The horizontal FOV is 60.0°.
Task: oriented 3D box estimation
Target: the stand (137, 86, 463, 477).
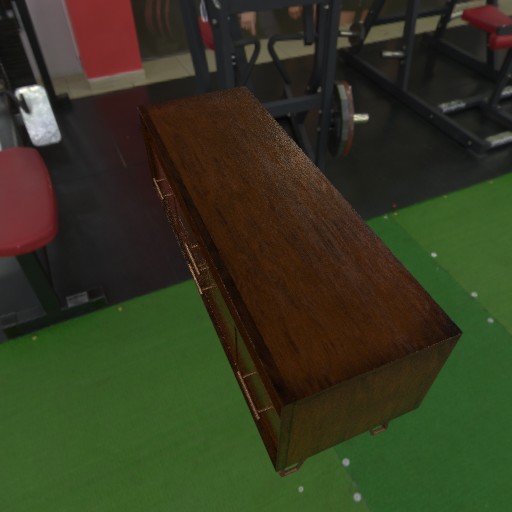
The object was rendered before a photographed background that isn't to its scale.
[{"bbox_3d":[0.000,0.000,1.632,0.481,0.610,1.372,-17,49,-16],"label":"stand"}]
